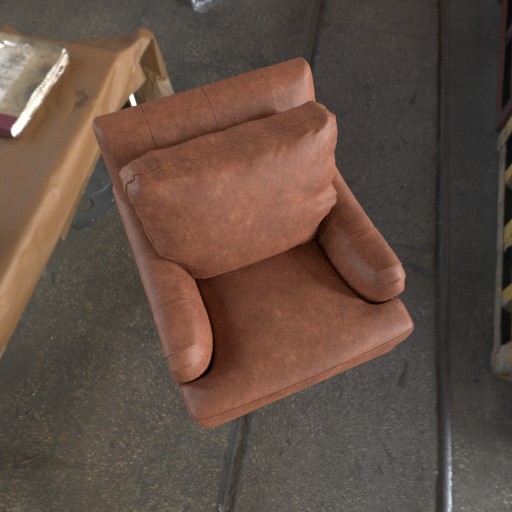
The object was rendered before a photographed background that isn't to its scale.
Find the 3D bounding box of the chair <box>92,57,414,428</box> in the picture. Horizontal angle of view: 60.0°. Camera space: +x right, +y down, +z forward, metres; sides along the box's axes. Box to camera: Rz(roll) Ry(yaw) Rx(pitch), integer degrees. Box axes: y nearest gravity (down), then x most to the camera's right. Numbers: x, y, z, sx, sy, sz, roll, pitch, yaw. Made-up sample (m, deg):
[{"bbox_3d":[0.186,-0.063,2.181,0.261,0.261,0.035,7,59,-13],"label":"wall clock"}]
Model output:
[{"bbox_3d":[0.000,0.000,1.931,0.986,1.055,1.158,-20,66,-10],"label":"chair"}]
